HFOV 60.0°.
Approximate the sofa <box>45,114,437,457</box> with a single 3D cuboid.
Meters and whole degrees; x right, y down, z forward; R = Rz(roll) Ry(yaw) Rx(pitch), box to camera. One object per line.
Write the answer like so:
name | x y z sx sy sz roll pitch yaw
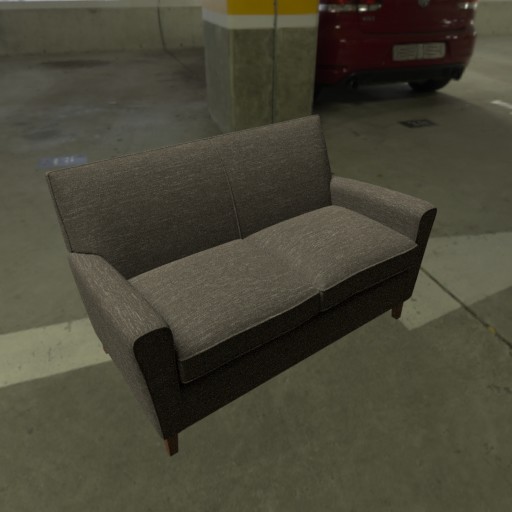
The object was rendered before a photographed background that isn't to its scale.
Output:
sofa | 0.000 0.000 2.035 1.509 0.905 0.867 -22 38 -30
